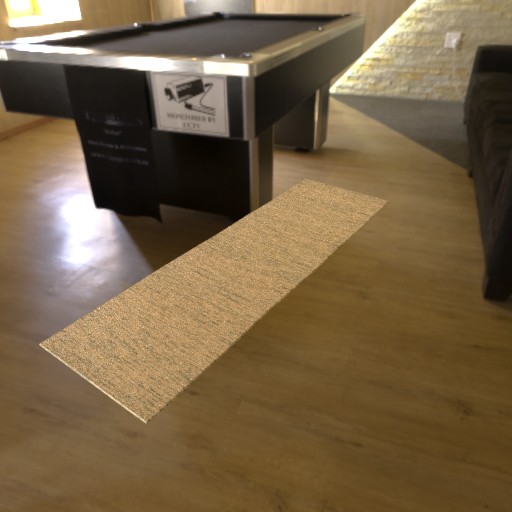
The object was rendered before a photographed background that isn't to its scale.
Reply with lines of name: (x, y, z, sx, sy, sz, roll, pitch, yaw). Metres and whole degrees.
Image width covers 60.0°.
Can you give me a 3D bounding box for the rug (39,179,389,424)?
rug: (0.000, 0.000, 2.554, 0.700, 0.014, 2.290, 21, 38, 30)
